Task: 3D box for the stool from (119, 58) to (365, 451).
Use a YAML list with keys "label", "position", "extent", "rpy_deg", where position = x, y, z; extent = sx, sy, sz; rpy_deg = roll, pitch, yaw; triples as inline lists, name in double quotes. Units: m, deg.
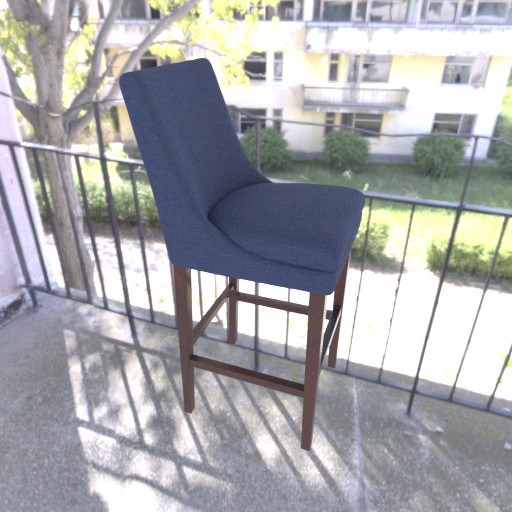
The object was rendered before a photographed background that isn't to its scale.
- label: "stool"
  position: [0.000, 0.000, 1.369]
  extent: [0.577, 1.078, 0.470]
  rpy_deg: [10, 31, 18]
